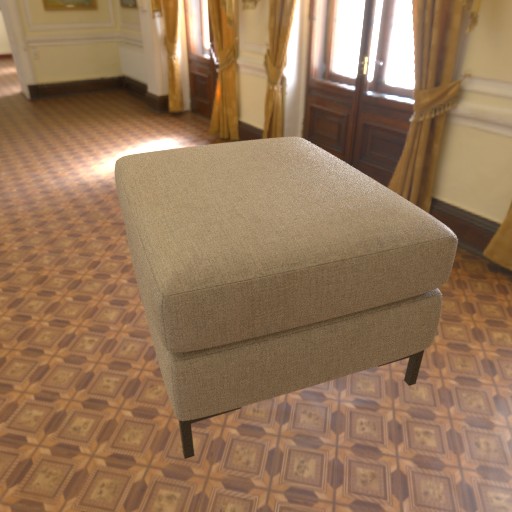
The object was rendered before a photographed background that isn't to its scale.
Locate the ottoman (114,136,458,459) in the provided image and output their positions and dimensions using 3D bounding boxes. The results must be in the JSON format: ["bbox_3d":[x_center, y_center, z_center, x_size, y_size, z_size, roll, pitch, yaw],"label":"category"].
[{"bbox_3d":[0.000,0.000,1.258,0.671,0.490,0.820,-11,33,-18],"label":"ottoman"}]
